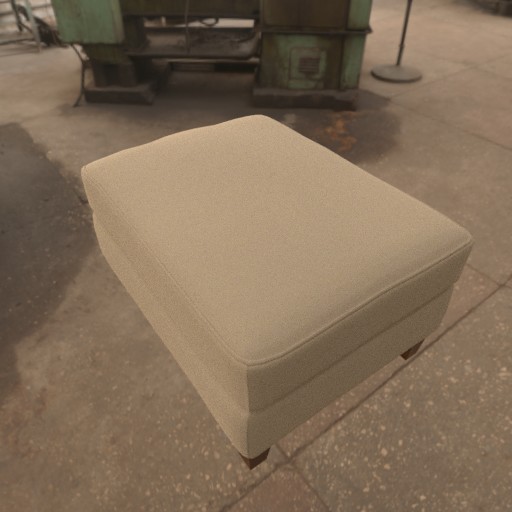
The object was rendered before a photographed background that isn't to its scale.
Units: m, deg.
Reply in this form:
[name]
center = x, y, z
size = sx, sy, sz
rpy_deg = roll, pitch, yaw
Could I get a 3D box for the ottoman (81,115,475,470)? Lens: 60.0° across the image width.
[ottoman]
center = 0.000, 0.000, 1.189
size = 0.634, 0.485, 0.818
rpy_deg = -25, 46, -26
